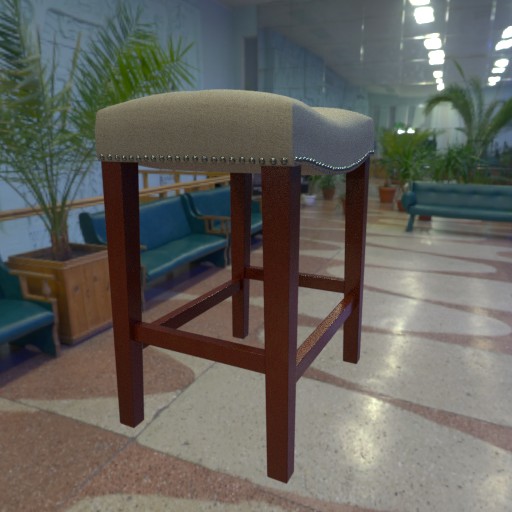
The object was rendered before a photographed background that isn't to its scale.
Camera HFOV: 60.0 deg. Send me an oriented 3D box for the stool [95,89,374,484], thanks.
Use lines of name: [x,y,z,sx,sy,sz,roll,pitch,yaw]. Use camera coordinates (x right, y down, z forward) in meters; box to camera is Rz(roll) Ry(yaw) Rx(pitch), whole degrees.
stool: [0.000,0.000,0.955,0.375,0.632,0.509,7,16,26]
